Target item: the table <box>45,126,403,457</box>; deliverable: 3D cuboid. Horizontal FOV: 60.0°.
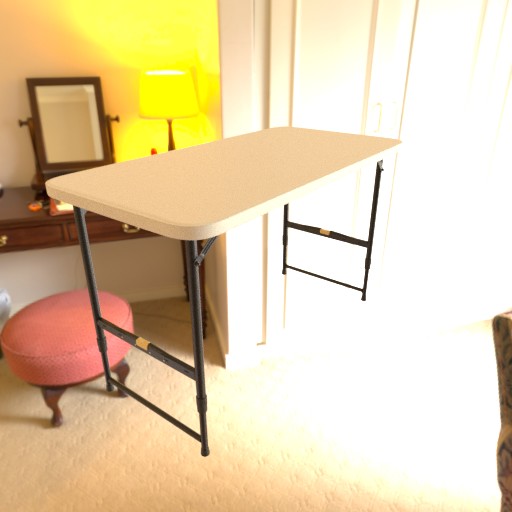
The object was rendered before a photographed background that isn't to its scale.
[{"bbox_3d":[0.000,0.000,1.643,0.610,0.737,1.219,18,30,33],"label":"table"}]
